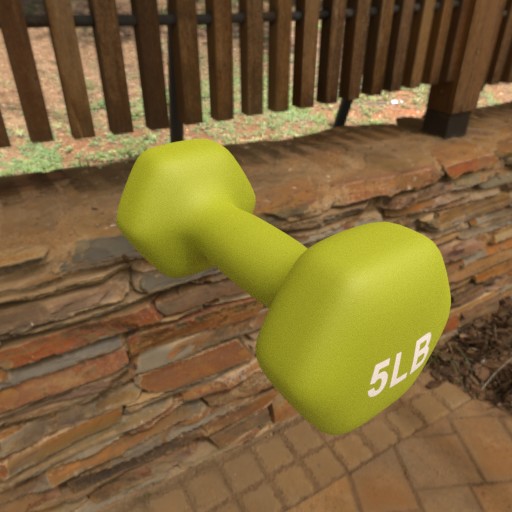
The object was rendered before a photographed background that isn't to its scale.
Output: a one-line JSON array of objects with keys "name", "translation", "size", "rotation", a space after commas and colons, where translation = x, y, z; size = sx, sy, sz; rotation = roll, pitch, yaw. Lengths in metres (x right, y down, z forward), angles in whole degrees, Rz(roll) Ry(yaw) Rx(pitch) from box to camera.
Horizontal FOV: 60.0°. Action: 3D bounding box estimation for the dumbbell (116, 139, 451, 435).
[{"name": "dumbbell", "translation": [0.000, 0.000, 0.202], "size": [0.080, 0.072, 0.164], "rotation": [-20, 36, -30]}]
